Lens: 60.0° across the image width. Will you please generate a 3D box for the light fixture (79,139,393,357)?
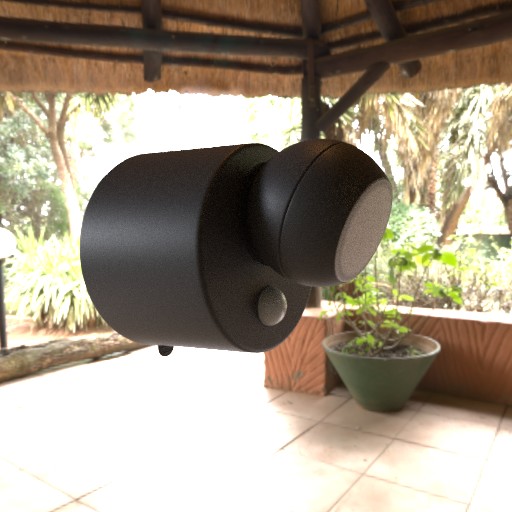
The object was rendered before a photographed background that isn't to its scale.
[{"bbox_3d":[0.000,0.000,0.269,0.160,0.143,0.134,0,1,35],"label":"light fixture"}]
